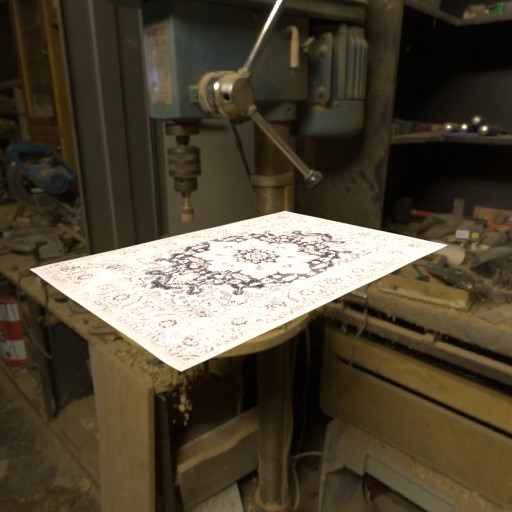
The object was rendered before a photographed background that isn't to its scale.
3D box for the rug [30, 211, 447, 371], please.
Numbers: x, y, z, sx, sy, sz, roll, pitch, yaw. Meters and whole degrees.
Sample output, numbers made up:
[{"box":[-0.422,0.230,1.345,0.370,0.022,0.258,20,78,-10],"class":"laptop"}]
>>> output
[{"box":[0.000,0.000,2.287,1.813,0.008,1.223,-17,25,-42],"class":"rug"}]
